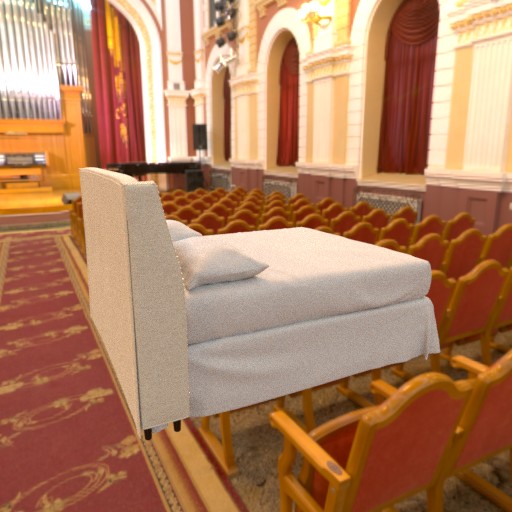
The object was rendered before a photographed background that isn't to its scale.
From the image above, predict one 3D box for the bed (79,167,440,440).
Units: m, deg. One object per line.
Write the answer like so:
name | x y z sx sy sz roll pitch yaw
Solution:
bed | 0.000 0.000 3.393 2.276 1.332 1.925 -7 15 -26
